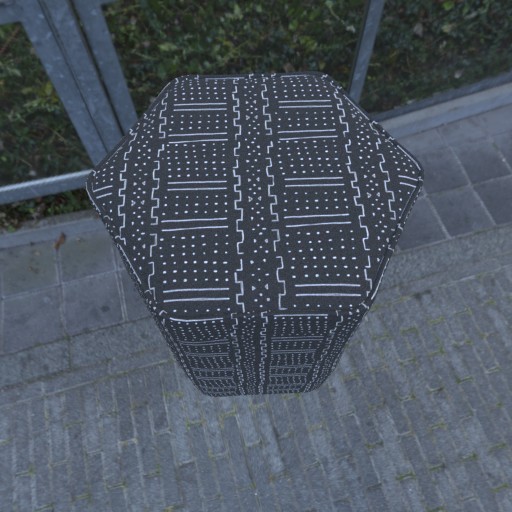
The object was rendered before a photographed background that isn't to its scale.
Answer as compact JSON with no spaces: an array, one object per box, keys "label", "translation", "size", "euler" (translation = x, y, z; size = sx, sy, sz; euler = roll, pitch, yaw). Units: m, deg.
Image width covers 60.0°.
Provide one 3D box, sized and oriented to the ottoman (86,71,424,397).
[{"label":"ottoman","translation":[0.000,0.000,0.845],"size":[0.494,0.502,0.443],"euler":[-2,62,-1]}]
